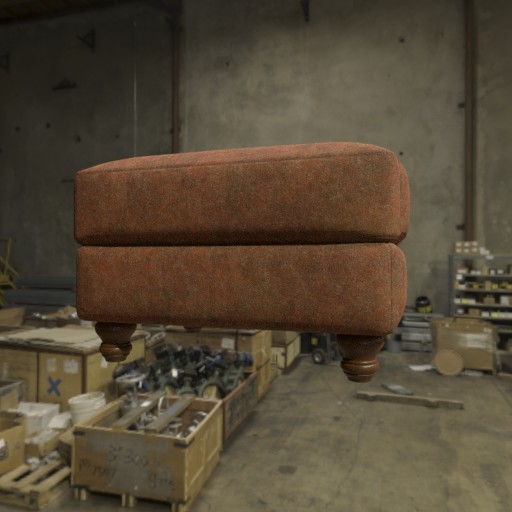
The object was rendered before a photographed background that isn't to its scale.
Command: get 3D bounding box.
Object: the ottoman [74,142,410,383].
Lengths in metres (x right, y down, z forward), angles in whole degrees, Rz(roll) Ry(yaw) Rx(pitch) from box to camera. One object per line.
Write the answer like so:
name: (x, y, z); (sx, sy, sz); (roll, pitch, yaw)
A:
ottoman: (0.000, 0.000, 1.202); (0.787, 0.508, 0.635); (0, 0, 17)
